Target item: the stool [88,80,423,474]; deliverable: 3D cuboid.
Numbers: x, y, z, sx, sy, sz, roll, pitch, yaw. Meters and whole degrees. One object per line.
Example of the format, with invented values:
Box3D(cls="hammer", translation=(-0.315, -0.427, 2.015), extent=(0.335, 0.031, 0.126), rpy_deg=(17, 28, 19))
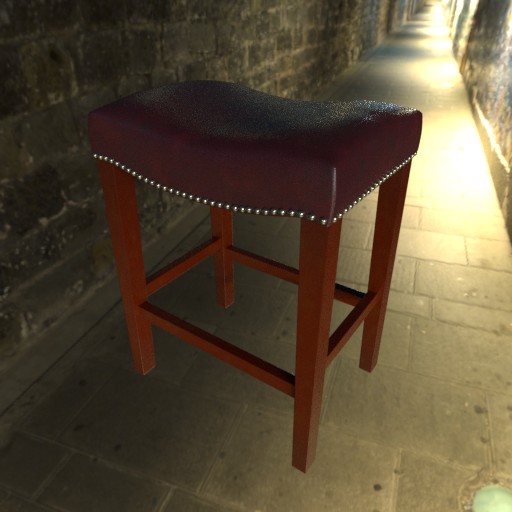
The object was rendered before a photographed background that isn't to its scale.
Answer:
Box3D(cls="stool", translation=(0.000, 0.000, 0.952), extent=(0.504, 0.657, 0.372), rpy_deg=(20, 36, 29))
